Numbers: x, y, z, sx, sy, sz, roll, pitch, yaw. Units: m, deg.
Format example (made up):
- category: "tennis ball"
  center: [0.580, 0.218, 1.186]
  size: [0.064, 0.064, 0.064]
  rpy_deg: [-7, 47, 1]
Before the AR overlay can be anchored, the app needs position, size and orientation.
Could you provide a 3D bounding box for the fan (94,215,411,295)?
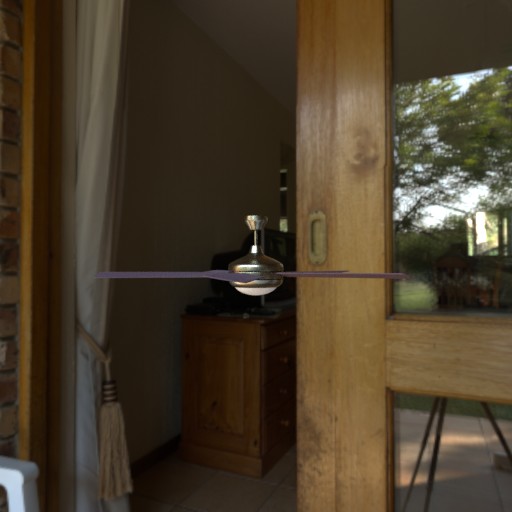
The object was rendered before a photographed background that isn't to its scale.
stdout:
- category: "fan"
  center: [0.000, 0.000, 2.008]
  size: [1.321, 0.356, 1.321]
  rpy_deg: [0, -1, 19]
